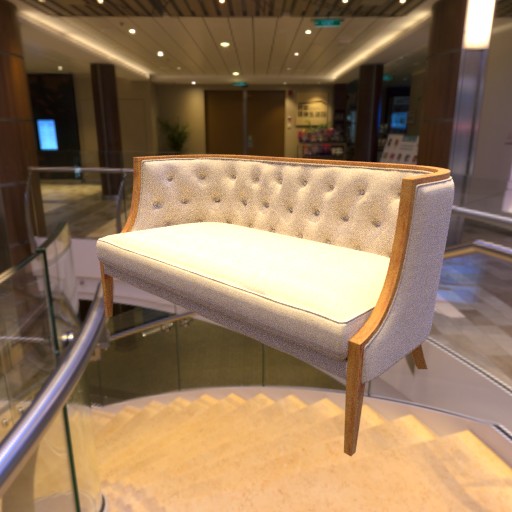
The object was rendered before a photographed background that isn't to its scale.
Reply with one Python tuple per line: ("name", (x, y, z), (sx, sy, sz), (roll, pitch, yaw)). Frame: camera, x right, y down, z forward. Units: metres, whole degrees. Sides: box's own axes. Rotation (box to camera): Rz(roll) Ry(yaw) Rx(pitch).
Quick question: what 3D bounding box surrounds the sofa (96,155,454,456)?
("sofa", (0.000, 0.000, 1.892), (1.474, 0.775, 0.770), (15, 22, 42))
